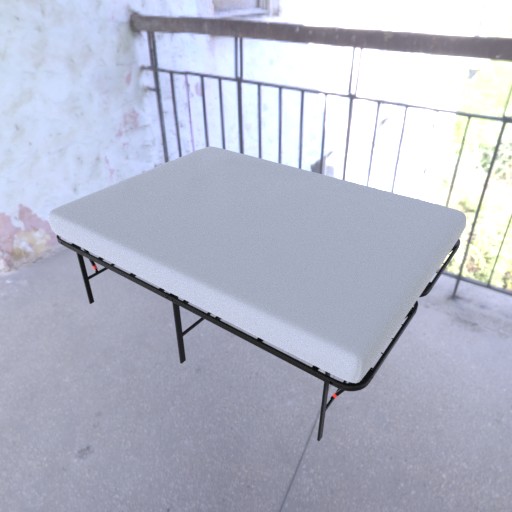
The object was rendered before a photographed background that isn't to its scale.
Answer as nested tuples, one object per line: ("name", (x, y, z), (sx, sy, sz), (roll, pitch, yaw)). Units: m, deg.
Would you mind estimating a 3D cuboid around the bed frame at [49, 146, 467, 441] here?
("bed frame", (0.000, 0.000, 2.573), (1.905, 0.637, 1.372), (22, 39, 30))
